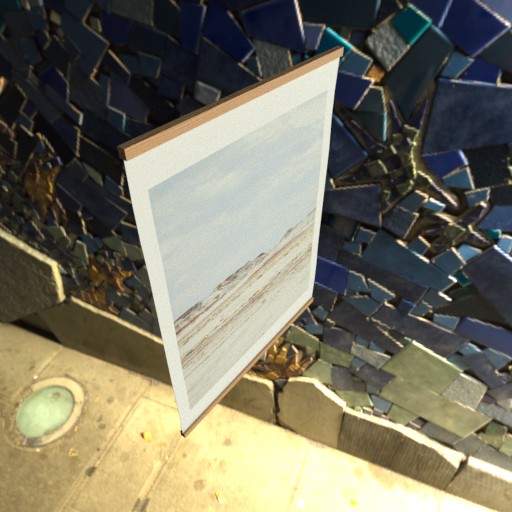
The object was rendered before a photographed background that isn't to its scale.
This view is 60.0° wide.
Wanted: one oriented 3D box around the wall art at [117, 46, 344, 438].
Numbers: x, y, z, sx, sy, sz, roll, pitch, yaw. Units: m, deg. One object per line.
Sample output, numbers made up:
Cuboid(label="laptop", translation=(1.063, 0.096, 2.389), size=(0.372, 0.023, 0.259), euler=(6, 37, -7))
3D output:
Cuboid(label="wall art", translation=(0.000, 0.000, 0.795), size=(0.011, 0.605, 0.458), euler=(27, 47, 28))
